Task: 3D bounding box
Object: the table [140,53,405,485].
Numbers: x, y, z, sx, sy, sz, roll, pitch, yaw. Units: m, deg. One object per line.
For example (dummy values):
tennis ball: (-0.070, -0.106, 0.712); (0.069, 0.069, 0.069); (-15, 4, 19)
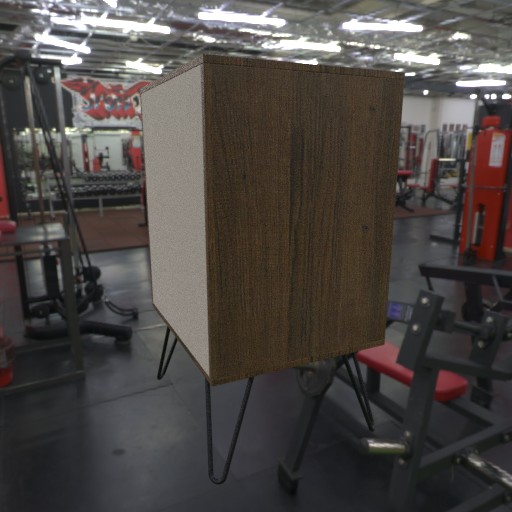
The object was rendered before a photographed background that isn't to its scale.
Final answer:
table: (0.000, 0.000, 1.171); (0.457, 0.866, 0.526); (-7, 15, -25)
